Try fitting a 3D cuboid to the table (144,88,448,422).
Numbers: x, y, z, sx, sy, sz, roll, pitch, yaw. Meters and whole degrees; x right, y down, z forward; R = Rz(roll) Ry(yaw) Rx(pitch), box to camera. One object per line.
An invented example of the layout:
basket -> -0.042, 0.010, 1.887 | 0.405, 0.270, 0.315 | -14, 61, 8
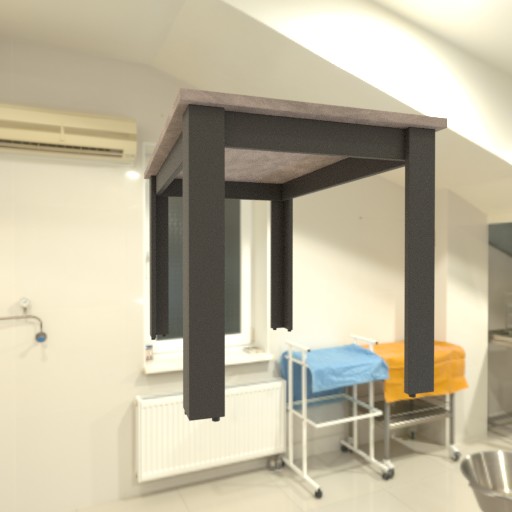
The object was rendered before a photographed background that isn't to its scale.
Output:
table -> 0.000, 0.000, 1.581 | 0.700, 0.734, 1.100 | 0, 1, -18
